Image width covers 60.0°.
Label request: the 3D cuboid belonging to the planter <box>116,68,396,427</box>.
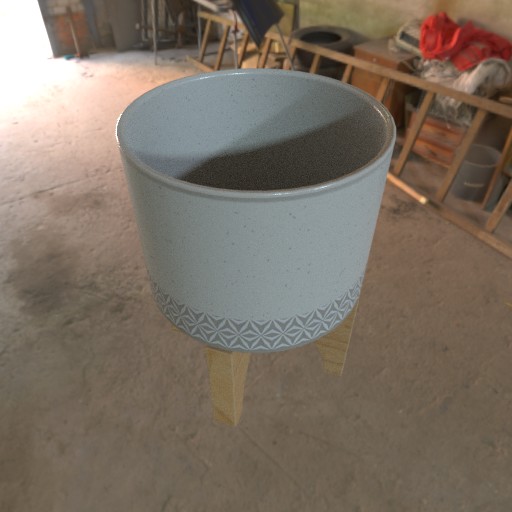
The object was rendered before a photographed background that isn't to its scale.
[{"bbox_3d":[0.000,0.000,0.269,0.130,0.178,0.130,0,42,0],"label":"planter"}]
